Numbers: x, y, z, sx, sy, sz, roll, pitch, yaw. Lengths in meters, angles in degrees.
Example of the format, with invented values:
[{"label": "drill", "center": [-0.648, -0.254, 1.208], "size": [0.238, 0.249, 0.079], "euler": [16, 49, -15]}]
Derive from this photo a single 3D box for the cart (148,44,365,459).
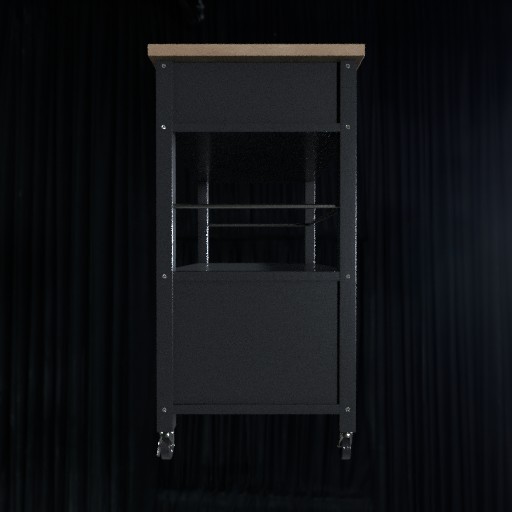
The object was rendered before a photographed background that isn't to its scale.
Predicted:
[{"label": "cart", "center": [0.000, 0.000, 1.357], "size": [0.459, 0.901, 0.840], "euler": [0, 1, 0]}]
